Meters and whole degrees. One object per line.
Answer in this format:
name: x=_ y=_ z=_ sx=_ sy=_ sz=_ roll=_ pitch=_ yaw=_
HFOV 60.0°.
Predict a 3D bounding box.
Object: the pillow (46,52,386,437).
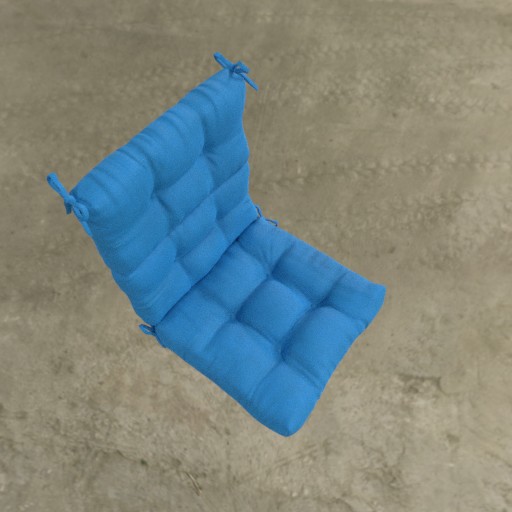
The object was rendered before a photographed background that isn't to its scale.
pillow: x=0.000 y=0.000 z=1.022 sx=0.571 sy=0.605 sz=0.519 roll=33 pitch=64 yaw=18
